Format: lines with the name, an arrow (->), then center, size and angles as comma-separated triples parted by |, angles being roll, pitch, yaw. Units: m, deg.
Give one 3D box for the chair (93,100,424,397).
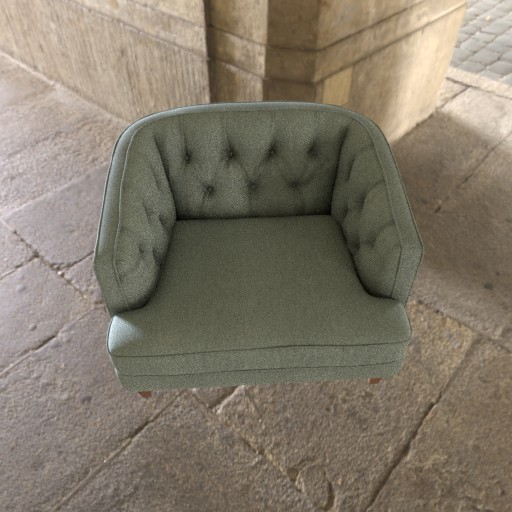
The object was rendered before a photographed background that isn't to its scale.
chair -> 0.000, 0.000, 1.785 | 1.094, 0.852, 0.945 | -3, 47, -2
